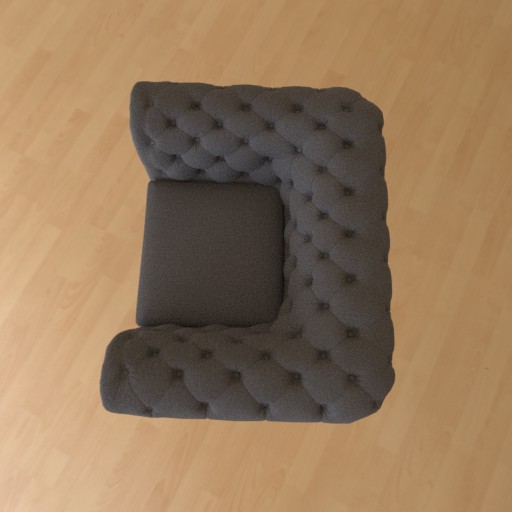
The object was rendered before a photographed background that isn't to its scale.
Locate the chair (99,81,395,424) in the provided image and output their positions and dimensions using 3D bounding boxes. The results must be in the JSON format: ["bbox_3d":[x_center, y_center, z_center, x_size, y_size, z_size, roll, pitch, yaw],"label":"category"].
[{"bbox_3d":[0.000,0.000,1.885,0.976,0.770,1.270,2,76,0],"label":"chair"}]
